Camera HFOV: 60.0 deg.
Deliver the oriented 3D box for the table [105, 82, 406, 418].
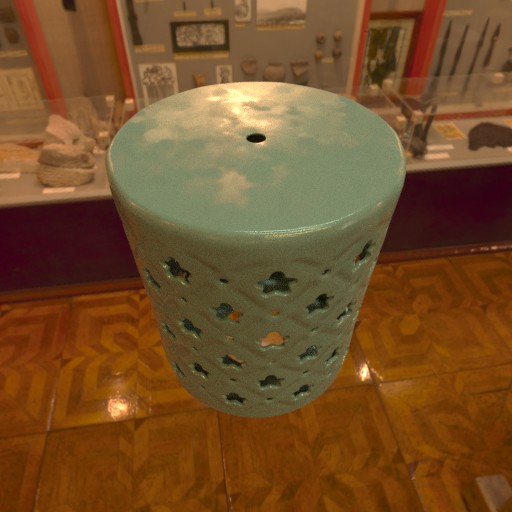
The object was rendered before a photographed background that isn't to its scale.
[{"bbox_3d":[0.000,0.000,0.655,0.352,0.387,0.352,0,44,0],"label":"table"}]
